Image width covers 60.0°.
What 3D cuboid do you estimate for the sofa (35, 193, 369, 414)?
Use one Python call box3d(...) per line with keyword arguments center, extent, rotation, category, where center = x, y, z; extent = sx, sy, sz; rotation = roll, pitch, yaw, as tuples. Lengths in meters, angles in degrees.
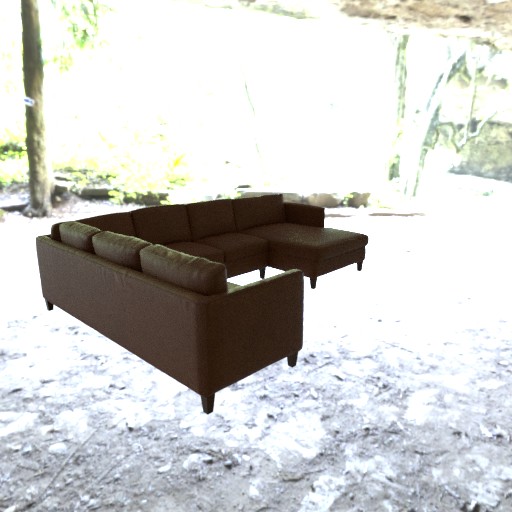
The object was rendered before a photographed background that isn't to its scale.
box3d(center=(0.000, 0.000, 4.592), extent=(2.593, 0.923, 3.460), rotation=(14, 20, 42), category="sofa")
